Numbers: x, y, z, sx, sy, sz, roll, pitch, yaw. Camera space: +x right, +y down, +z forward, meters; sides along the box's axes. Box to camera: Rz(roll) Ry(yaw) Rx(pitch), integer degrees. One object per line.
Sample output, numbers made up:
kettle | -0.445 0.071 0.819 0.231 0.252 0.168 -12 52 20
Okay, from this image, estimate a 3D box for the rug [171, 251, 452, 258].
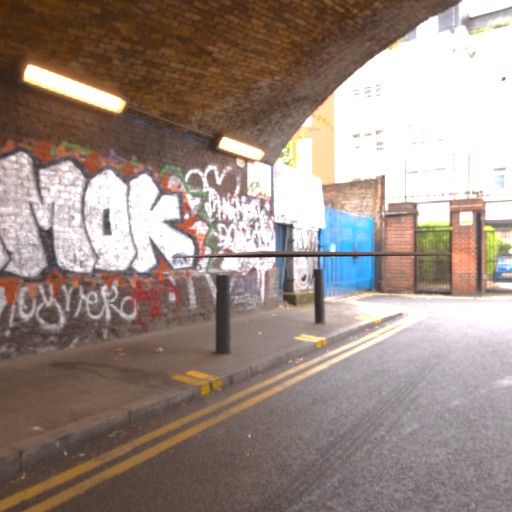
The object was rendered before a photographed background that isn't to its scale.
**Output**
rug | 0.000 0.000 2.404 0.662 0.011 2.196 0 0 -17
